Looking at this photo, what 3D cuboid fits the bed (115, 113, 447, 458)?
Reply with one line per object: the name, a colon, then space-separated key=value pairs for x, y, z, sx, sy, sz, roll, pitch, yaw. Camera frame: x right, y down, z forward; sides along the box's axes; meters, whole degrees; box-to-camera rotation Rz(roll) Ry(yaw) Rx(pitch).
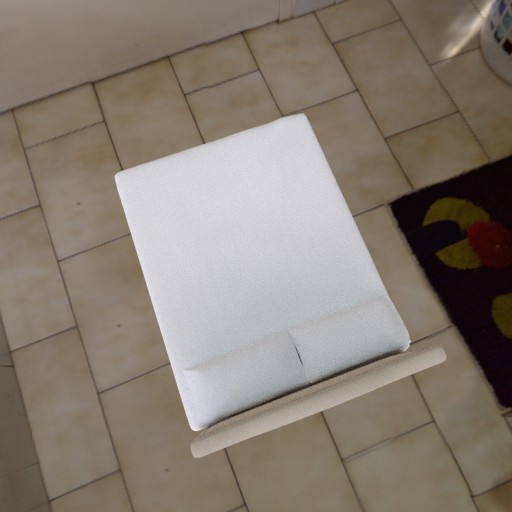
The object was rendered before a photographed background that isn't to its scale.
bed: x=0.000 y=0.000 z=3.658 sx=1.977 sy=1.437 sz=2.477 roll=-19 pitch=75 yaw=-6
